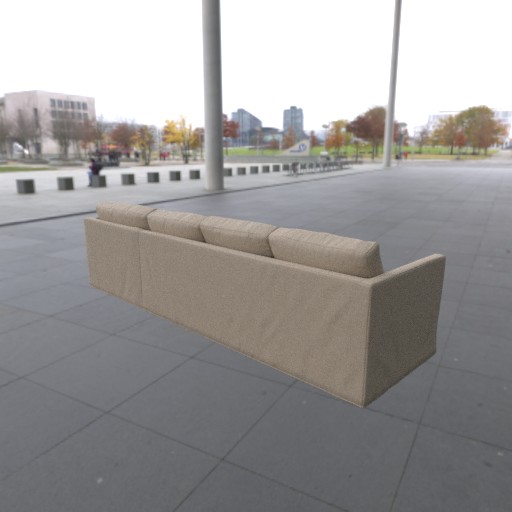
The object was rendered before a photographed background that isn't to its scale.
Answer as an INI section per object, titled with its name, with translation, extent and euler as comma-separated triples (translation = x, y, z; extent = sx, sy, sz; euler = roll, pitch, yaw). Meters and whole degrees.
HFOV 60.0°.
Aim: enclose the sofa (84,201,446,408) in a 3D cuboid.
[sofa]
translation = 0.000, 0.000, 3.875
extent = 3.177, 0.867, 1.622
euler = 13, 18, 43
